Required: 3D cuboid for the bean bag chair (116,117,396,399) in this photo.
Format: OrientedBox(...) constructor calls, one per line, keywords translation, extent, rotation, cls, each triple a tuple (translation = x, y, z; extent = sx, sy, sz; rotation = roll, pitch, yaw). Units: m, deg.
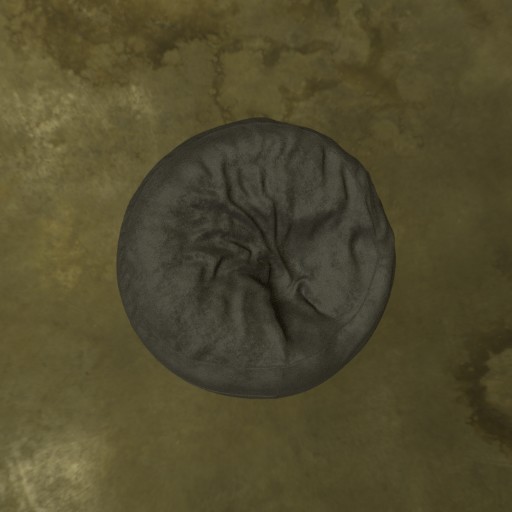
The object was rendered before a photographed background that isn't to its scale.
OrientedBox(translation=(0.000, 0.000, 2.438), extent=(1.525, 0.751, 1.525), rotation=(0, 76, 0), cls="bean bag chair")
